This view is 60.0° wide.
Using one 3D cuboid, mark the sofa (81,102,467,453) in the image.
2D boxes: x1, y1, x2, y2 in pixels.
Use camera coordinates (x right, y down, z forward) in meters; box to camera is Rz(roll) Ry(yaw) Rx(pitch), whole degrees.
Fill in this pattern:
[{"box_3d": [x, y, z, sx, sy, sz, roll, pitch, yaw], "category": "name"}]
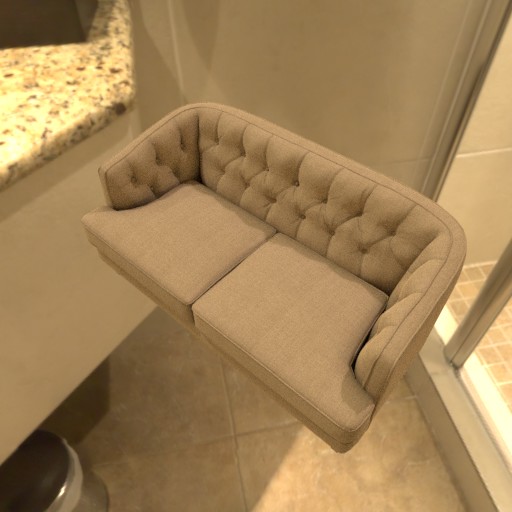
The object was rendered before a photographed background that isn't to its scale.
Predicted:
[{"box_3d": [0.000, 0.000, 2.220, 1.733, 0.855, 0.941, 33, 56, 26], "category": "sofa"}]
